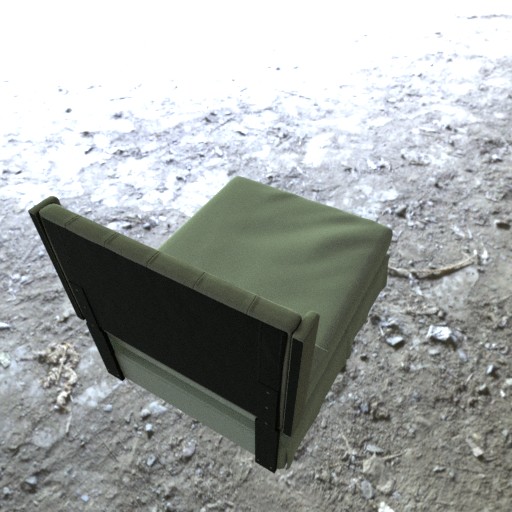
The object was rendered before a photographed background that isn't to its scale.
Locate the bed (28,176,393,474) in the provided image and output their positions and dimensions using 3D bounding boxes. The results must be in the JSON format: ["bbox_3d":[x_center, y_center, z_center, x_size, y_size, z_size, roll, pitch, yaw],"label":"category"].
[{"bbox_3d":[0.000,0.000,3.335,1.719,1.665,2.066,23,49,21],"label":"bed"}]
